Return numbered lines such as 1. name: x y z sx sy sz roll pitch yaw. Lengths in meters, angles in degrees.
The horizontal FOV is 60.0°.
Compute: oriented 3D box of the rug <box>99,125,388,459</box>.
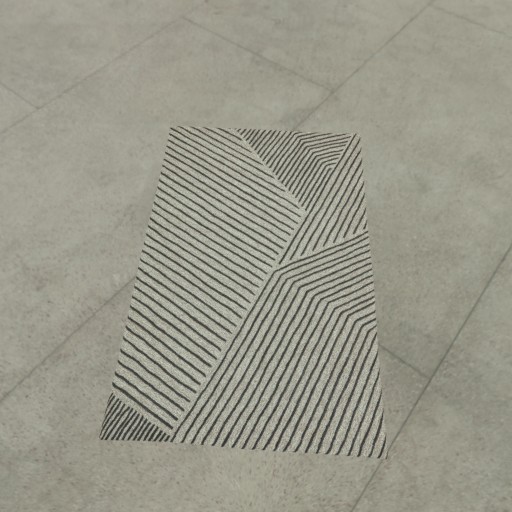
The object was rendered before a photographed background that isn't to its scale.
1. rug: 0.000 0.000 2.968 1.539 0.023 2.406 3 59 2
